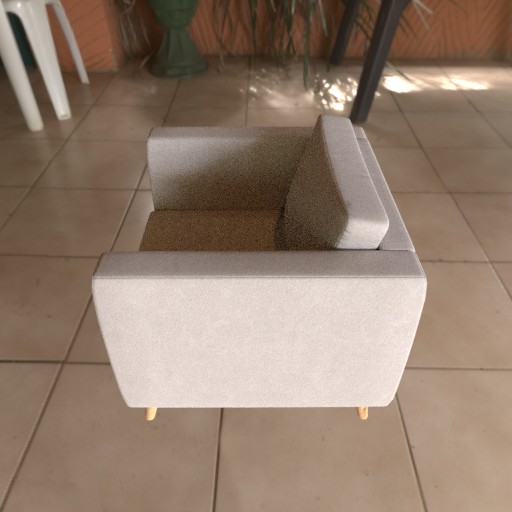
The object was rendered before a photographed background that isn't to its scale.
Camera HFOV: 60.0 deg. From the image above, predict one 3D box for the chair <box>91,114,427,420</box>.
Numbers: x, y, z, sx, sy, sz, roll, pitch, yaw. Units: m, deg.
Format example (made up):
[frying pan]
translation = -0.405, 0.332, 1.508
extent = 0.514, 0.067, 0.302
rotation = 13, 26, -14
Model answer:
[chair]
translation = 0.000, 0.000, 1.720
extent = 0.930, 0.860, 1.000
rotation = 0, 41, 0
